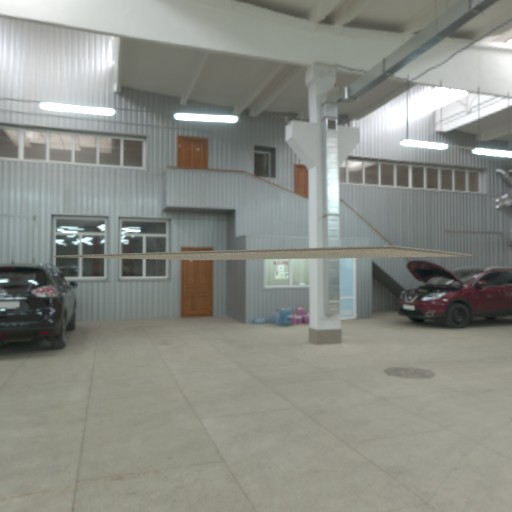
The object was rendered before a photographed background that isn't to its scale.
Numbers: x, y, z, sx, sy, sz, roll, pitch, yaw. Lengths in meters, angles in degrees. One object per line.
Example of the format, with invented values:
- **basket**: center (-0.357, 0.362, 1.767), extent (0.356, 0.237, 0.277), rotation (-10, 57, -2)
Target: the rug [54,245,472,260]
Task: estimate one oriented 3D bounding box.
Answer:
- **rug**: center (0.000, 0.000, 3.022), extent (2.438, 0.011, 1.524), rotation (-1, -2, 36)
